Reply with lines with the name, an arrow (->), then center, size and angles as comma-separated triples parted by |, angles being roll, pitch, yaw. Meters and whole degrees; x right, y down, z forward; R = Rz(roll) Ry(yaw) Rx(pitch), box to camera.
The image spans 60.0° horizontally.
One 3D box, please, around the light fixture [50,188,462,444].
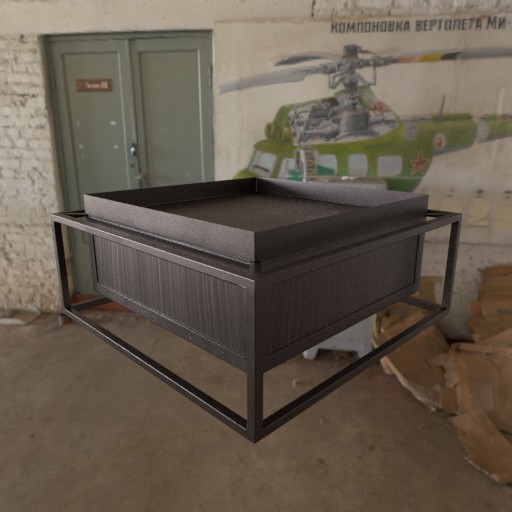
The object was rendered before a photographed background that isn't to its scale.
light fixture -> 0.000, 0.000, 0.688 | 0.441, 0.191, 0.441 | -15, 22, -43
